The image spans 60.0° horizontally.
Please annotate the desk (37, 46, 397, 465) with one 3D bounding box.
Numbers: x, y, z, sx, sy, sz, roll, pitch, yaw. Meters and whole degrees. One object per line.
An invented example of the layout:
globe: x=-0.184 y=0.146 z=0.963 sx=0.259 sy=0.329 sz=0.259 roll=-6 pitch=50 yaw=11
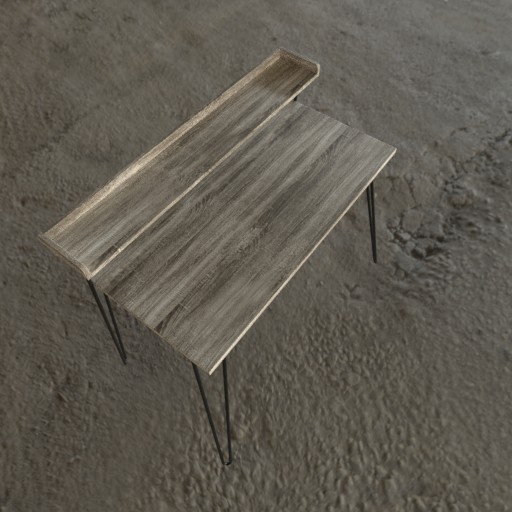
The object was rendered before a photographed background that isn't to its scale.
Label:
desk: x=0.000 y=0.000 z=1.593 sx=0.605 sy=0.899 sz=1.135 roll=32 pitch=62 yaw=20
